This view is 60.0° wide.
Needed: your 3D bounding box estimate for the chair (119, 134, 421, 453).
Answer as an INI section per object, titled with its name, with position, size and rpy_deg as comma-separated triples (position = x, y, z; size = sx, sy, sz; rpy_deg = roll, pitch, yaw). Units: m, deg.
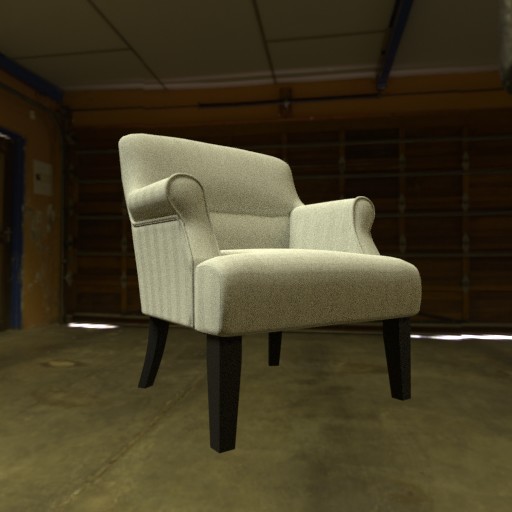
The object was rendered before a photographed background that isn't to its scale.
[chair]
position = 0.000, 0.000, 1.443
size = 0.781, 0.875, 0.750
rpy_deg = 1, -1, -35
